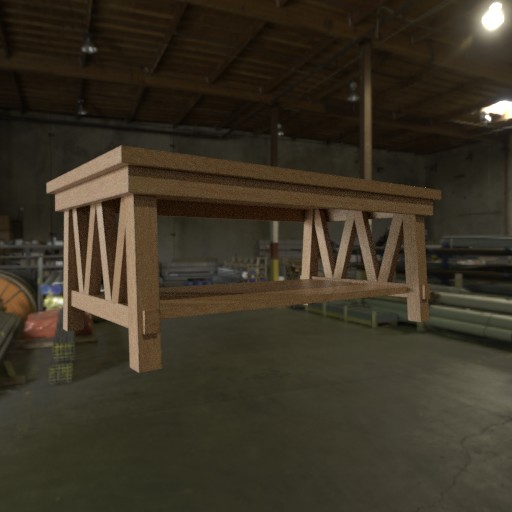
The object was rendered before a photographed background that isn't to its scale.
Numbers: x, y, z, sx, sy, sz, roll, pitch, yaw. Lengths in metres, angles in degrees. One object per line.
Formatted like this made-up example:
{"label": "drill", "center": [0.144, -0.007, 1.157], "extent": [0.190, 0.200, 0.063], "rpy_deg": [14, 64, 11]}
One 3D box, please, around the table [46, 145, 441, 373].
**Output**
{"label": "table", "center": [0.000, 0.000, 1.630], "extent": [1.270, 0.507, 0.711], "rpy_deg": [-1, 2, -37]}
